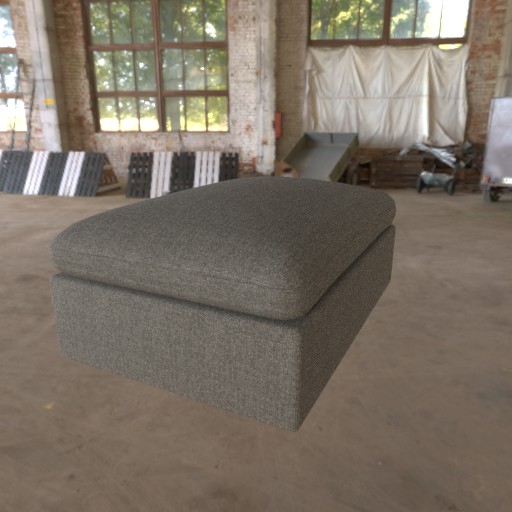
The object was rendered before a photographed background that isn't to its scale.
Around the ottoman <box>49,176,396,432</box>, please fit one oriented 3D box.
[{"bbox_3d":[0.000,0.000,1.456,0.711,0.483,1.041,8,19,26],"label":"ottoman"}]
